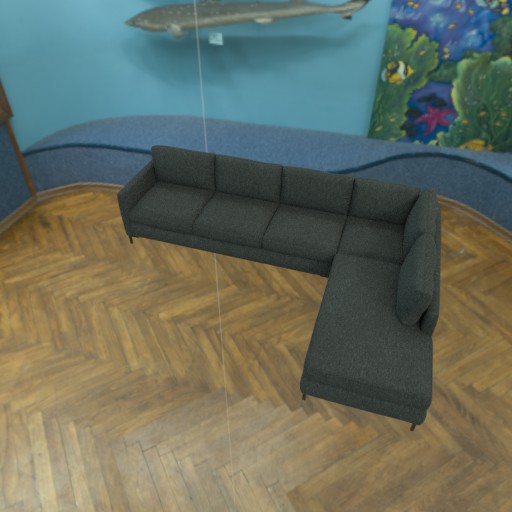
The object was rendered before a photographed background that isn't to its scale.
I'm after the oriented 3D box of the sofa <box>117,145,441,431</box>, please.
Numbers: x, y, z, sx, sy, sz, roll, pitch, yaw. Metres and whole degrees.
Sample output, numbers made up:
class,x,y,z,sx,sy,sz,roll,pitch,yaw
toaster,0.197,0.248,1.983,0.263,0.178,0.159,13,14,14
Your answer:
class,x,y,z,sx,sy,sz,roll,pitch,yaw
sofa,0.000,0.000,3.779,2.949,0.815,2.007,12,42,14
